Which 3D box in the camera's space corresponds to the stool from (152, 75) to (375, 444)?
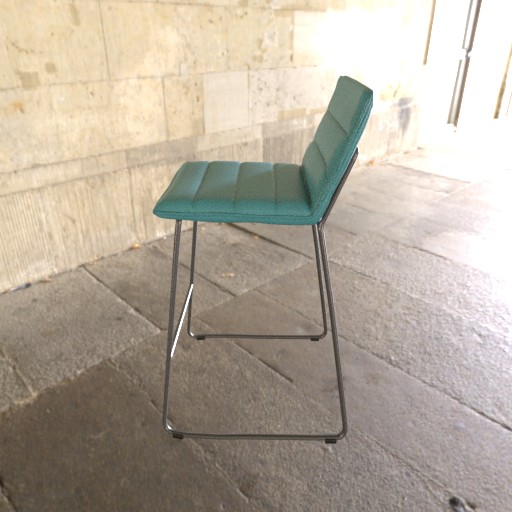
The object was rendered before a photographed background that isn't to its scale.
[{"bbox_3d":[0.000,0.000,1.262,0.524,0.936,0.489,1,27,1],"label":"stool"}]
